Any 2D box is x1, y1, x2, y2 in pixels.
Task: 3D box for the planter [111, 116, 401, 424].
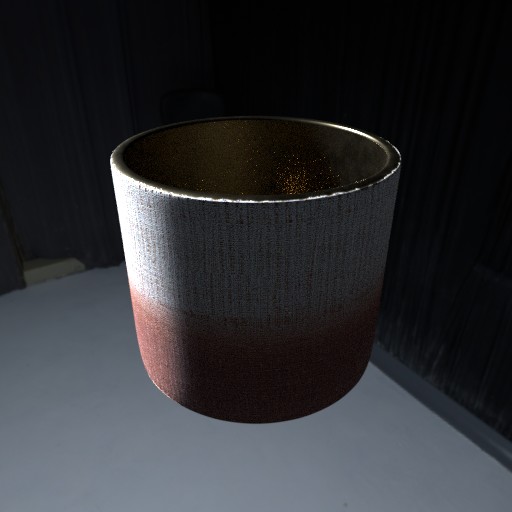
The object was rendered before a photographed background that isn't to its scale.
[{"bbox_3d":[0.000,0.000,0.314,0.178,0.157,0.178,0,30,0],"label":"planter"}]
